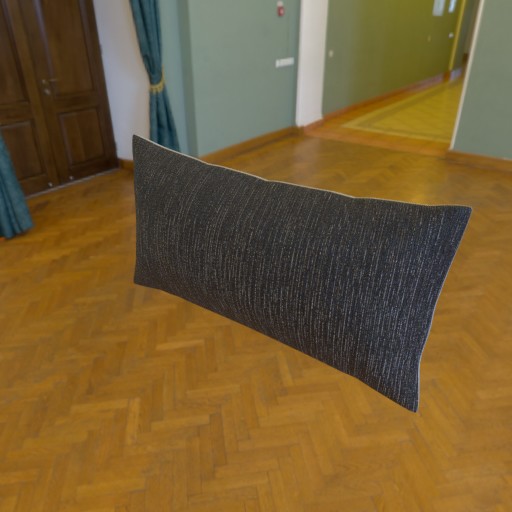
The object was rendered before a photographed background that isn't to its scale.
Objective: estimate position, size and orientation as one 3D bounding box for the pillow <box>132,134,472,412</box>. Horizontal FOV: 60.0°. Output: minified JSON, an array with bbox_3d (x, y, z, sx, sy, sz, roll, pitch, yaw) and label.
[{"bbox_3d":[0.000,0.000,0.741,0.608,0.305,0.156,19,35,30],"label":"pillow"}]
